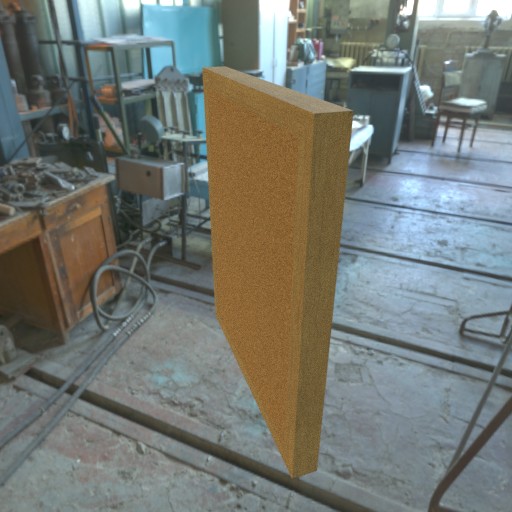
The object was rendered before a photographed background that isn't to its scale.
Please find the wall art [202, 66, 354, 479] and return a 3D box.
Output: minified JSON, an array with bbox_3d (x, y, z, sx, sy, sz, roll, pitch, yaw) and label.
[{"bbox_3d":[0.000,0.000,0.518,0.030,0.380,0.312,-10,30,-17],"label":"wall art"}]
